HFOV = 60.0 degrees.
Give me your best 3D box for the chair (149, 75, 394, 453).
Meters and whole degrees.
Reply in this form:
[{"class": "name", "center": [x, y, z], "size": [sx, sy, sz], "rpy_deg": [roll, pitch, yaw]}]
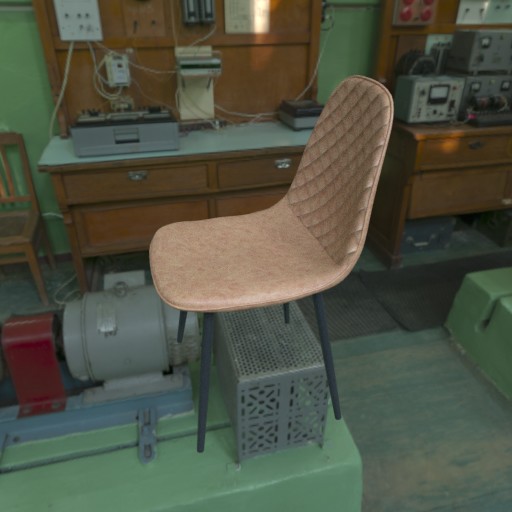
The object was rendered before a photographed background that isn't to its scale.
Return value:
[{"class": "chair", "center": [0.000, 0.000, 1.205], "size": [0.561, 0.889, 0.472], "rpy_deg": [-8, 31, -13]}]
